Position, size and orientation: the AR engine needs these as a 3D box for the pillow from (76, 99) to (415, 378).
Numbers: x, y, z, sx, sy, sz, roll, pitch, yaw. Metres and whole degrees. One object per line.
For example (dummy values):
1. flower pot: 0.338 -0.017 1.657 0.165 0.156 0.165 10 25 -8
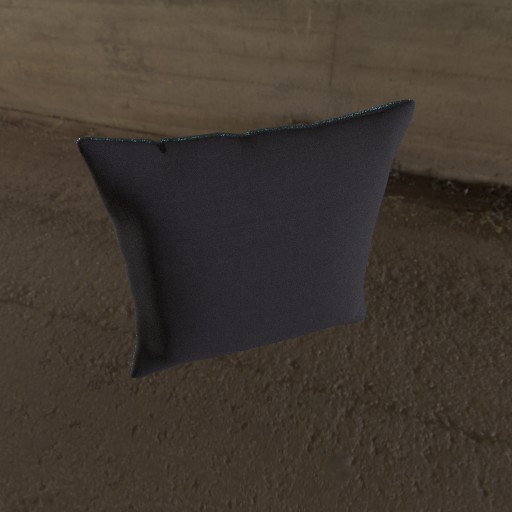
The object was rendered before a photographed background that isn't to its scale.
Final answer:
1. pillow: 0.000 0.000 0.654 0.436 0.430 0.138 -12 41 -14
